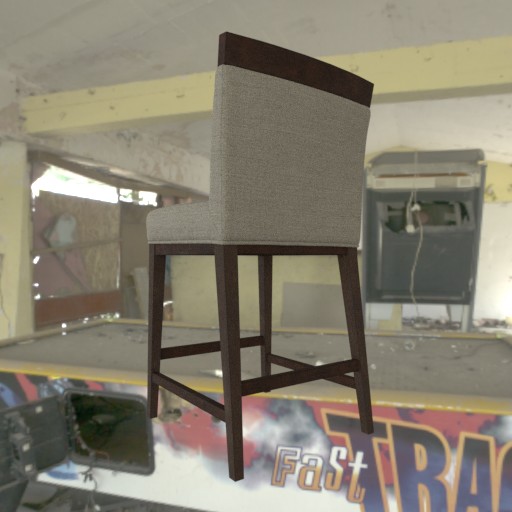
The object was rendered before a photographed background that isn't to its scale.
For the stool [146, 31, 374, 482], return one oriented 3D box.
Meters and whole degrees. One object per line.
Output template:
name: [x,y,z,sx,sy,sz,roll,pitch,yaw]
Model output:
stool: [0.000,0.000,1.324,0.512,1.009,0.531,0,0,-36]
